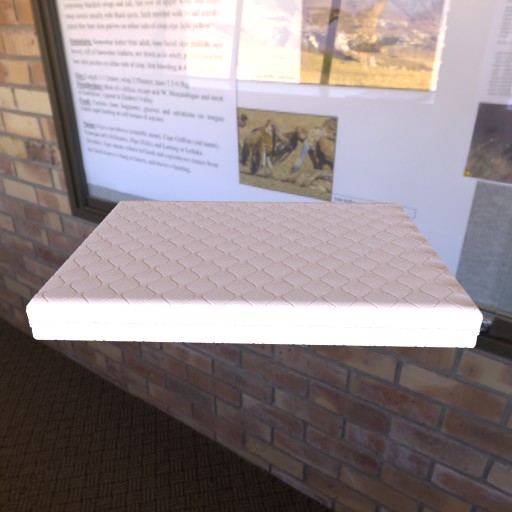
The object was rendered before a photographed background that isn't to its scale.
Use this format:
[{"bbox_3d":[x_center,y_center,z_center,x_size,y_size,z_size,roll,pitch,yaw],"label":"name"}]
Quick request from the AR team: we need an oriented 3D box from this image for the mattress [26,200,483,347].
[{"bbox_3d":[0.000,0.000,2.576,2.000,0.200,1.400,1,26,2],"label":"mattress"}]
